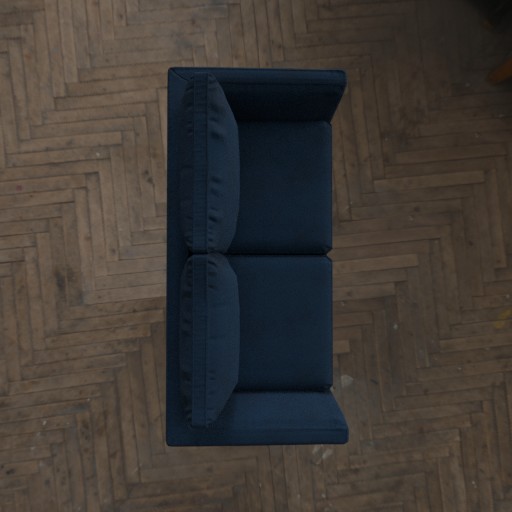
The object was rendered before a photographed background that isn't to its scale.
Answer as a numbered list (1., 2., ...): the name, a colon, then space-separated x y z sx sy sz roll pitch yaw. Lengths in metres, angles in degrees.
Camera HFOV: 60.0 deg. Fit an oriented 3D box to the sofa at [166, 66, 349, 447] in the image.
1. sofa: 0.000 0.000 2.309 0.853 1.002 1.770 0 89 -2
